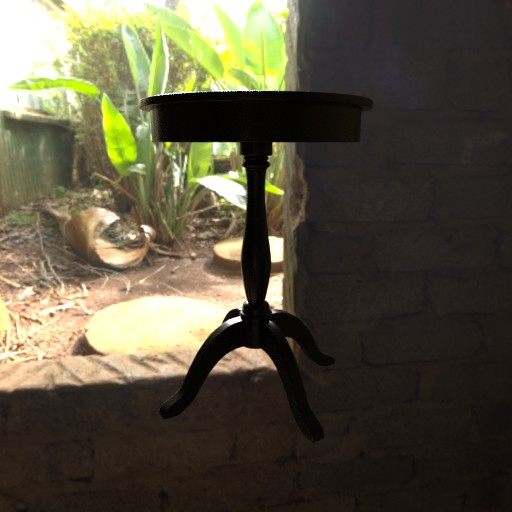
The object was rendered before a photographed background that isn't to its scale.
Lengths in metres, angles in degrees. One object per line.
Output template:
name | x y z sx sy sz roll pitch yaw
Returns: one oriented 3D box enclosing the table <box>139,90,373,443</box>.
table | 0.000 0.000 1.013 0.481 0.665 0.481 0 14 0
